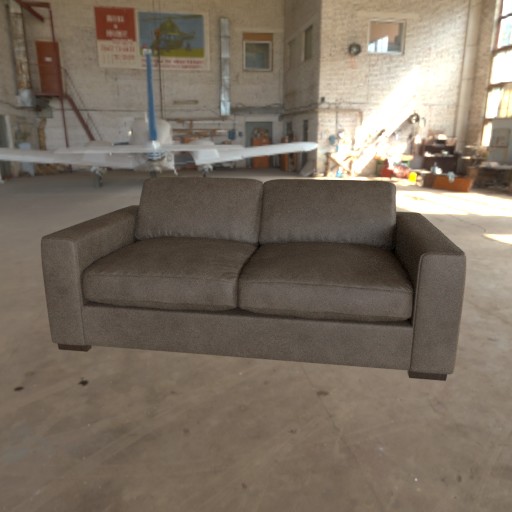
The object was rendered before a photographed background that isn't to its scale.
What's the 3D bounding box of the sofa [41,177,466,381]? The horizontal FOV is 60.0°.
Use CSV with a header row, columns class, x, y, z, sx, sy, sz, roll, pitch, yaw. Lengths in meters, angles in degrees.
class,x,y,z,sx,sy,sz,roll,pitch,yaw
sofa,0.000,0.000,2.459,1.920,0.800,1.070,2,15,9
